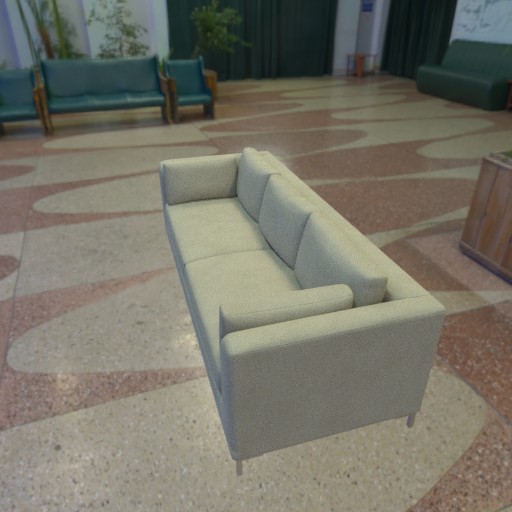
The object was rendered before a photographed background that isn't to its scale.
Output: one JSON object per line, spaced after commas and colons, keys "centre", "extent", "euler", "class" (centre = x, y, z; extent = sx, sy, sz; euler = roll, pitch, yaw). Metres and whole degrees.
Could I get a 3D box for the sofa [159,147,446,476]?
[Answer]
{"centre": [0.000, 0.000, 2.915], "extent": [0.969, 0.867, 2.415], "euler": [-9, 31, -15], "class": "sofa"}
